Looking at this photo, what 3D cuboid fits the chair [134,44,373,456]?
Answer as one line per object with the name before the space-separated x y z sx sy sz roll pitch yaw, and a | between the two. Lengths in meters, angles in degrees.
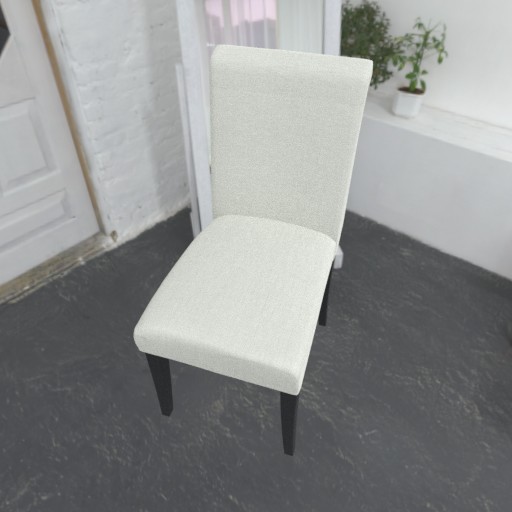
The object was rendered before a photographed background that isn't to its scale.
chair | 0.000 0.000 1.322 0.452 0.976 0.708 12 43 13
